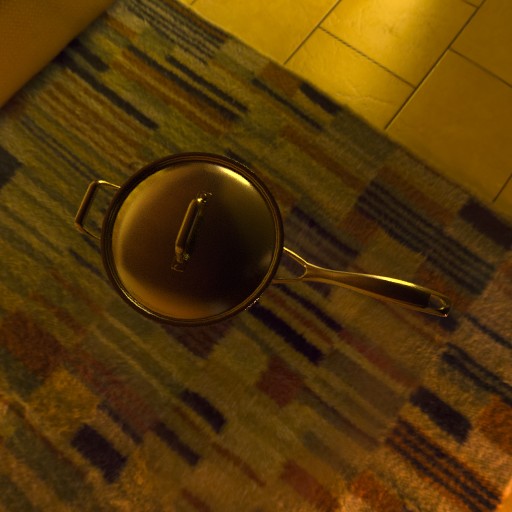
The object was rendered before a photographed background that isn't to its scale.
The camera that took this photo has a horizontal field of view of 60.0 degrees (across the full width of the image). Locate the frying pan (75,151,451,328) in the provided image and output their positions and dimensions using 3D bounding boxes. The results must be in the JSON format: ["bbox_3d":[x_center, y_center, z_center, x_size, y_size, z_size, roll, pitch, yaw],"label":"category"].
[{"bbox_3d":[0.000,0.000,0.673,0.561,0.114,0.280,17,76,4],"label":"frying pan"}]
